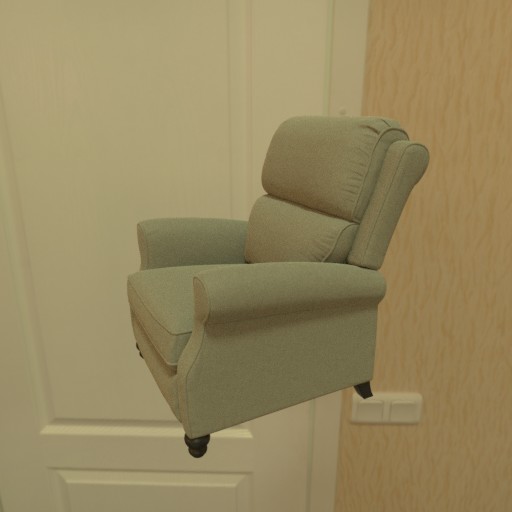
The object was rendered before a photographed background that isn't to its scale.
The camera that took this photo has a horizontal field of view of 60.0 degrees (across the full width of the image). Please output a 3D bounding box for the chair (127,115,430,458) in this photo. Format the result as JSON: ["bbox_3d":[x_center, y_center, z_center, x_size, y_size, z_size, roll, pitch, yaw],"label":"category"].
[{"bbox_3d":[0.000,0.000,1.740,0.919,1.046,0.859,-9,20,-26],"label":"chair"}]
